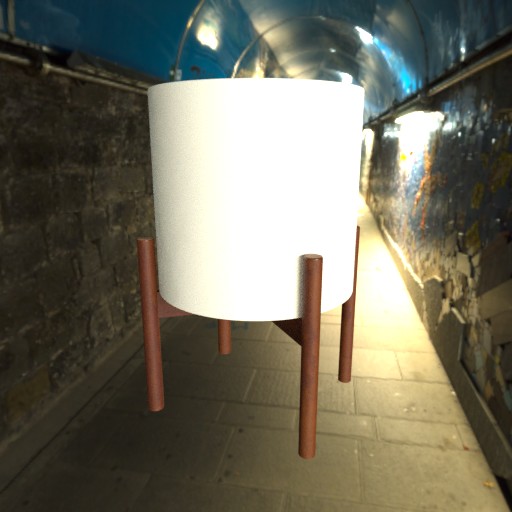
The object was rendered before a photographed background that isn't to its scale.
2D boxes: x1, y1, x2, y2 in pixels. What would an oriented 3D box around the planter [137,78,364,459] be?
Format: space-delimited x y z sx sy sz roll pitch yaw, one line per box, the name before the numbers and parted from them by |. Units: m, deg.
planter | 0.000 0.000 0.961 0.417 0.670 0.417 7 16 25
